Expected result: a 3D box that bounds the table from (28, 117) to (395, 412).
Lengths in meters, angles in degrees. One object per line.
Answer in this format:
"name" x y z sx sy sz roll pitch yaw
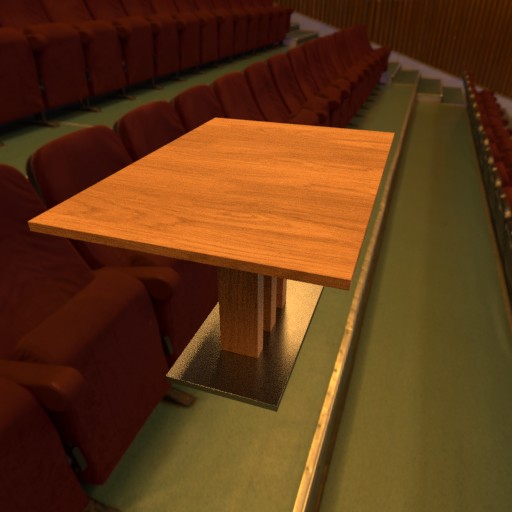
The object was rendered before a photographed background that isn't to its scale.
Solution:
"table" 0.000 0.000 1.835 0.900 0.770 1.300 10 32 17
